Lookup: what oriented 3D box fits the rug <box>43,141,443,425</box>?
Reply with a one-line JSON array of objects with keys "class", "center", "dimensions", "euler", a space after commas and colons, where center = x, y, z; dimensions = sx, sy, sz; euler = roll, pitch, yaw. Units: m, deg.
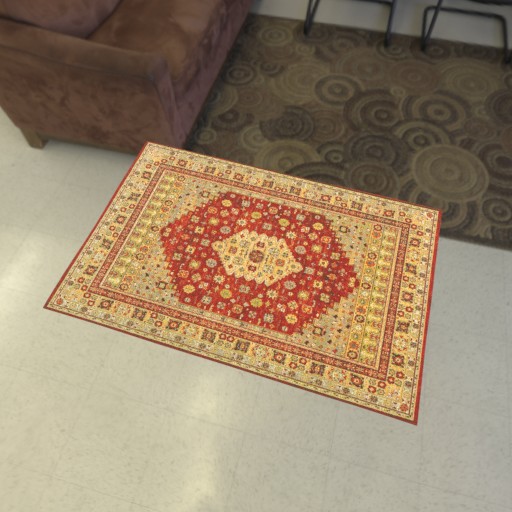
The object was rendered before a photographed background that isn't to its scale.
[{"class": "rug", "center": [0.000, 0.000, 2.310], "dimensions": [1.802, 0.013, 1.194], "euler": [15, 59, 9]}]
